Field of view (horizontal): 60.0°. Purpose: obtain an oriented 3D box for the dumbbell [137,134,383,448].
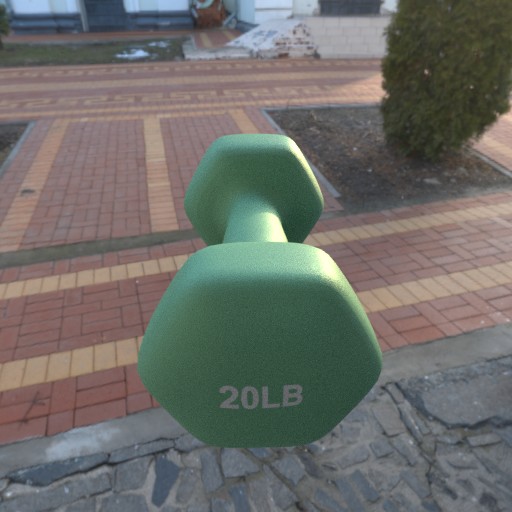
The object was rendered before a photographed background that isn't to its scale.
[{"bbox_3d":[0.000,0.000,0.322,0.129,0.117,0.260,0,31,0],"label":"dumbbell"}]
